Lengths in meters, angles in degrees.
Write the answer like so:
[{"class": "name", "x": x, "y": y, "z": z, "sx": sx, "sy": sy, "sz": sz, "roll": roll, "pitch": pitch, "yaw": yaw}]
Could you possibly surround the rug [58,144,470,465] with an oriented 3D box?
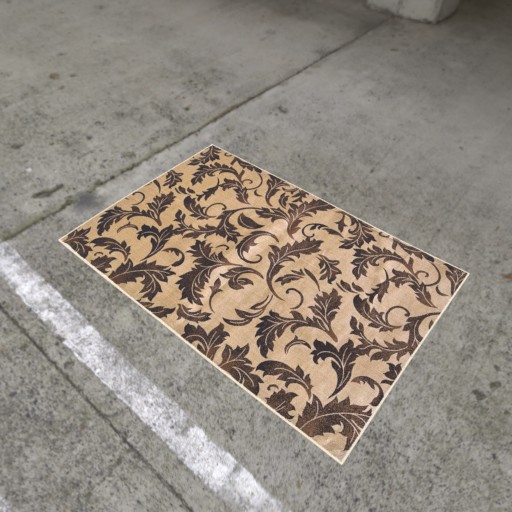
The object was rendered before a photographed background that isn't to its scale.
[{"class": "rug", "x": 0.000, "y": 0.000, "z": 2.923, "sx": 2.284, "sy": 0.008, "sz": 1.522, "roll": 32, "pitch": 55, "yaw": 26}]
